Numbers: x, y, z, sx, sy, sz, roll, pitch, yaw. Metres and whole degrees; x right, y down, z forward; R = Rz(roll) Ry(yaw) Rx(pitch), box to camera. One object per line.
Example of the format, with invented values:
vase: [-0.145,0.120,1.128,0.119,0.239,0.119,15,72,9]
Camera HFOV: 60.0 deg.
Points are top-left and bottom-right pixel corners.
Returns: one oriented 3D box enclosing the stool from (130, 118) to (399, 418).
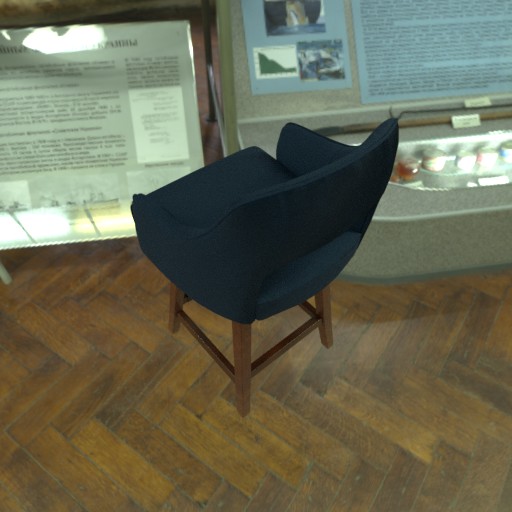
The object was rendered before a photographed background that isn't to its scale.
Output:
stool: [0.000,0.000,1.271,0.550,0.940,0.560,-32,55,-26]
